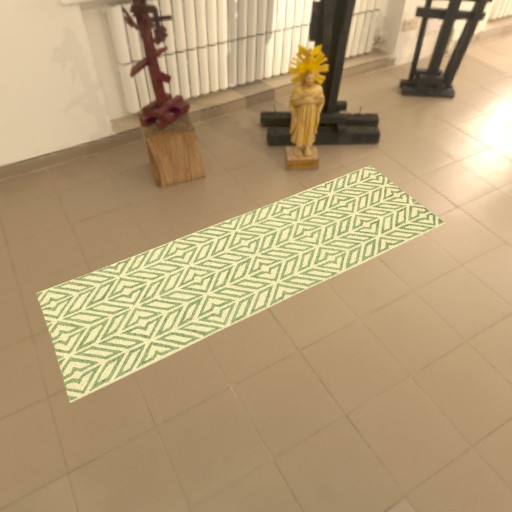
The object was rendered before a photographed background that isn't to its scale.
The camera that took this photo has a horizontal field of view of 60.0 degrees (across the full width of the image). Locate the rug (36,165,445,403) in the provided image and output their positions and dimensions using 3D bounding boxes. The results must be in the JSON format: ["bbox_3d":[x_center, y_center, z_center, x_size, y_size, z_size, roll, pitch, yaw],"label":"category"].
[{"bbox_3d":[0.000,0.000,2.697,2.435,0.009,0.750,-23,51,-20],"label":"rug"}]
